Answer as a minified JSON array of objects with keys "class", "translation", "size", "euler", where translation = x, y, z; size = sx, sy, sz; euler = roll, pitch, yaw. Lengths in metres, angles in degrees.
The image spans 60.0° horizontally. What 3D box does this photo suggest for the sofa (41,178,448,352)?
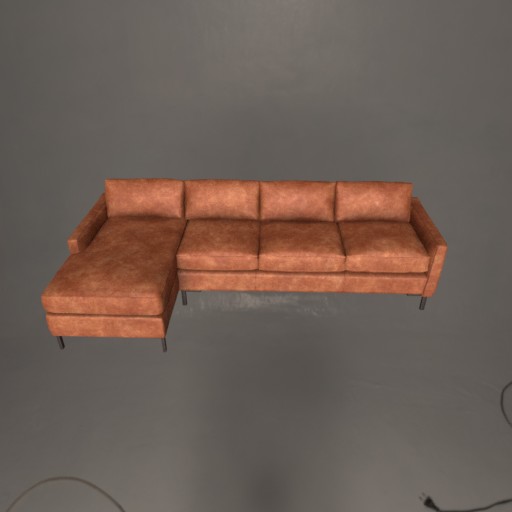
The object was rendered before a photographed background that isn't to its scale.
[{"class":"sofa","translation":[0.000,0.000,3.672],"size":[2.993,0.859,1.471],"euler":[1,32,2]}]
